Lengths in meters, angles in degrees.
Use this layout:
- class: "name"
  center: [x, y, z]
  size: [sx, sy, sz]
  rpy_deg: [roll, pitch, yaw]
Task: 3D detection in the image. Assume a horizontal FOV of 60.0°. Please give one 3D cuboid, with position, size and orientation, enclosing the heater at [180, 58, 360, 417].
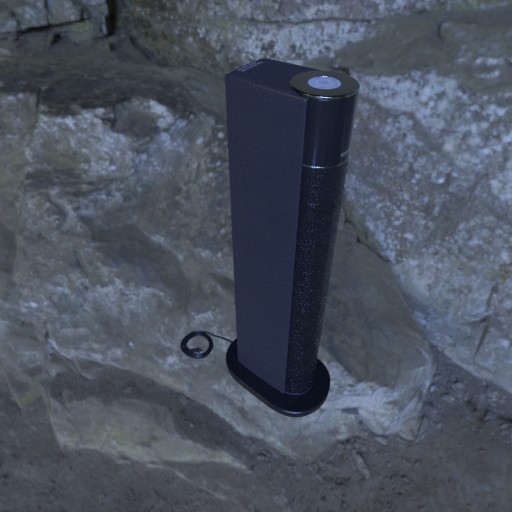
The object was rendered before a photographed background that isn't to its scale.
- class: "heater"
  center: [0.000, 0.000, 1.032]
  size: [0.458, 0.856, 0.214]
  rpy_deg: [26, 48, 26]
